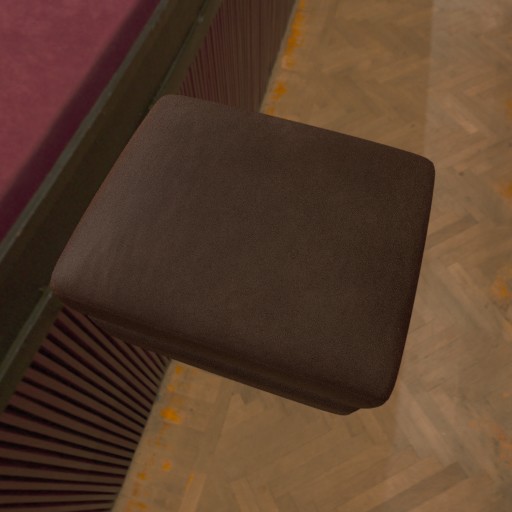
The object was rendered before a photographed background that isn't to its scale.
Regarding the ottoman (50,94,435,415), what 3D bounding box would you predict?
[{"bbox_3d":[0.000,0.000,1.250,0.806,0.569,0.670,17,63,9],"label":"ottoman"}]
